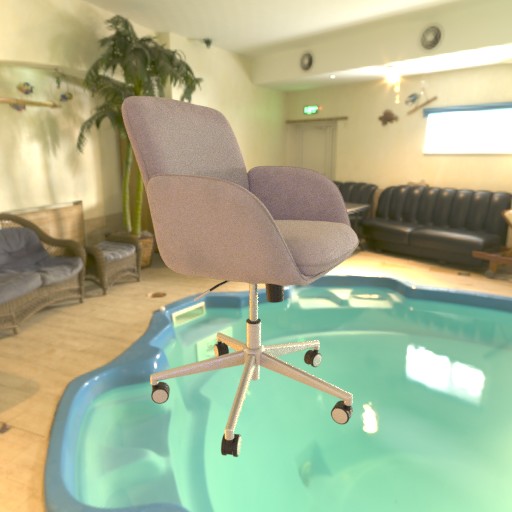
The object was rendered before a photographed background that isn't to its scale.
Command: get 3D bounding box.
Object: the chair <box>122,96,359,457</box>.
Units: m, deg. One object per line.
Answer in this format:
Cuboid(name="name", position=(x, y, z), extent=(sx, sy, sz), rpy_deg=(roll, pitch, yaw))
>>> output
Cuboid(name="chair", position=(0.000, 0.000, 1.376), extent=(0.654, 0.959, 0.648), rpy_deg=(7, 15, 28))
